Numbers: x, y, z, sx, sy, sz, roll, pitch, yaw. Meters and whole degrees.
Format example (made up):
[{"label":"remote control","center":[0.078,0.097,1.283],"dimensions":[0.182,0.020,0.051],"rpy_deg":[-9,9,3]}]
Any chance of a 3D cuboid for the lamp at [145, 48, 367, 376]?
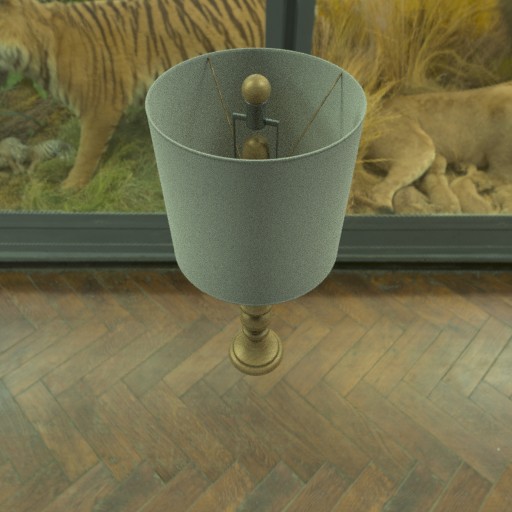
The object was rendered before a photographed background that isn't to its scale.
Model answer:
[{"label":"lamp","center":[0.000,0.000,0.712],"dimensions":[0.250,0.597,0.250],"rpy_deg":[-24,52,-20]}]
